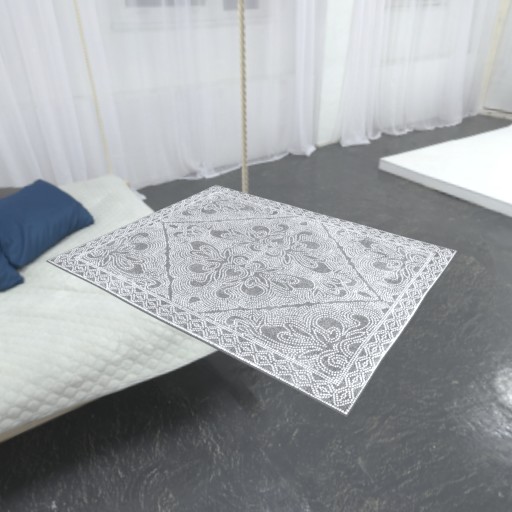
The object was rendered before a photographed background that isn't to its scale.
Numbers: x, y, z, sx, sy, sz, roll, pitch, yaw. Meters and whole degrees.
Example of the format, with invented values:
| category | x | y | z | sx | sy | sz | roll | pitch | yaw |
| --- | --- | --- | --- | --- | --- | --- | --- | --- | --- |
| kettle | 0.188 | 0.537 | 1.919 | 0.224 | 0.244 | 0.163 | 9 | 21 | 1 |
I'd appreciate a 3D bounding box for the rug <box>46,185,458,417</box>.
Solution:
| category | x | y | z | sx | sy | sz | roll | pitch | yaw |
| --- | --- | --- | --- | --- | --- | --- | --- | --- | --- |
| rug | 0.000 | 0.000 | 4.158 | 3.048 | 0.012 | 2.438 | 20 | 35 | 31 |
